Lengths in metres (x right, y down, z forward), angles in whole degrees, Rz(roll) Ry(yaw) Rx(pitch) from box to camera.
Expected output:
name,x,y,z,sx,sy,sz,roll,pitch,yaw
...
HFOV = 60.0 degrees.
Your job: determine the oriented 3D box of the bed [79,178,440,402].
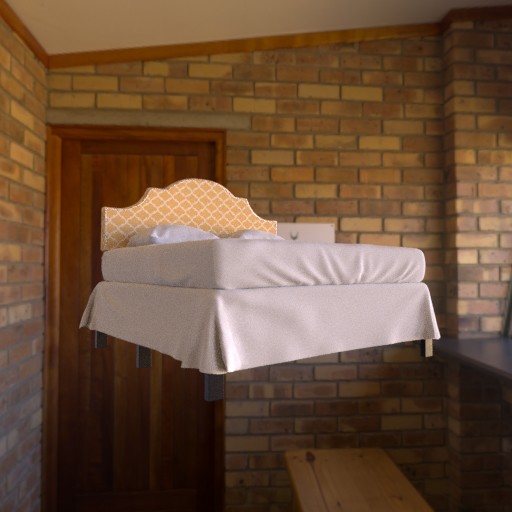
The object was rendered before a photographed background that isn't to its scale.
name,x,y,z,sx,sy,sz,roll,pitch,yaw
bed,0.000,0.000,3.749,2.314,1.601,2.222,1,-2,-36
